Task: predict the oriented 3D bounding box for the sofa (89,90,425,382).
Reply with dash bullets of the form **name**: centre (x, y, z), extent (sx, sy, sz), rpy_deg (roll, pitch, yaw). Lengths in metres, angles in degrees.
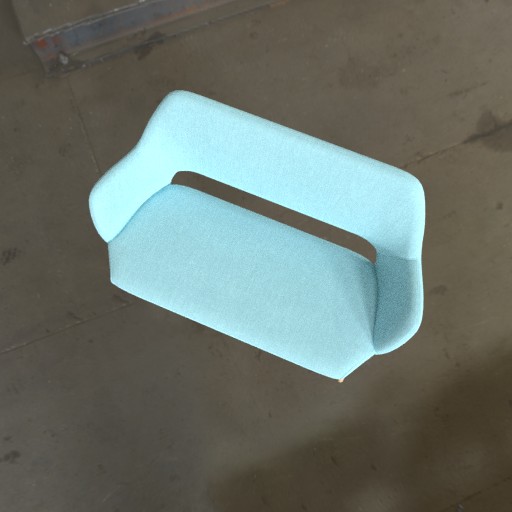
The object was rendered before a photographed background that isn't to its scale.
- **sofa**: centre (0.000, 0.000, 1.643), extent (1.150, 0.840, 0.610), rpy_deg (22, 76, 6)
